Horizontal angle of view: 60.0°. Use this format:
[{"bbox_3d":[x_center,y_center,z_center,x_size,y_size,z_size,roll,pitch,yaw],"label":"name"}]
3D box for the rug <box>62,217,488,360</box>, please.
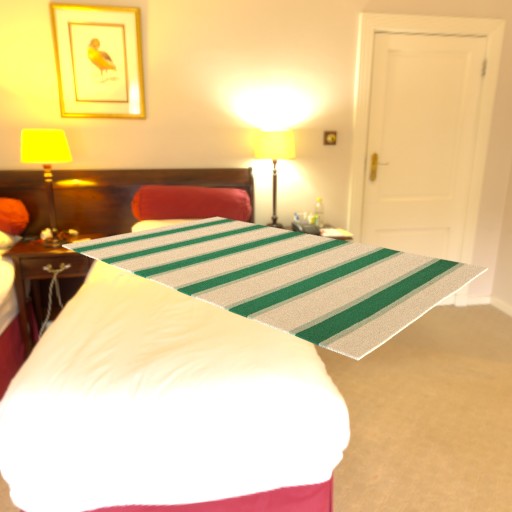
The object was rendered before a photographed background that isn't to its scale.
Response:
[{"bbox_3d":[0.000,0.000,2.945,2.436,0.015,1.521,14,21,41],"label":"rug"}]
